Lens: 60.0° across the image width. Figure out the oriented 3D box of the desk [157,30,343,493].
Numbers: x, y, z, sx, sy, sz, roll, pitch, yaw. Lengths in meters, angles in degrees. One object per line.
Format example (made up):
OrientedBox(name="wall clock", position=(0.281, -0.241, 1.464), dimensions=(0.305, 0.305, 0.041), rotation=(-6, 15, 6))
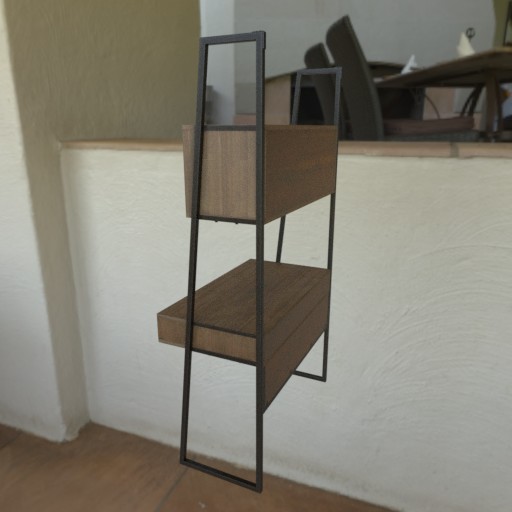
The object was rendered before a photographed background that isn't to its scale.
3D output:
OrientedBox(name="desk", position=(0.000, 0.000, 2.183), dimensions=(0.515, 1.809, 0.982), rotation=(7, 18, 24))
